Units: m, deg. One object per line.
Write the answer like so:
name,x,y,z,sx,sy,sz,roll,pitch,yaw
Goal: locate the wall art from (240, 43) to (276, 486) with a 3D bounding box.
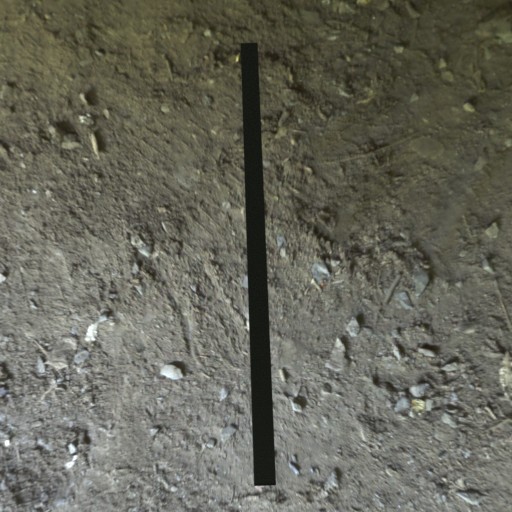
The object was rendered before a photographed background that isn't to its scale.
wall art,0.000,0.000,0.984,0.037,0.303,0.860,-2,75,0
